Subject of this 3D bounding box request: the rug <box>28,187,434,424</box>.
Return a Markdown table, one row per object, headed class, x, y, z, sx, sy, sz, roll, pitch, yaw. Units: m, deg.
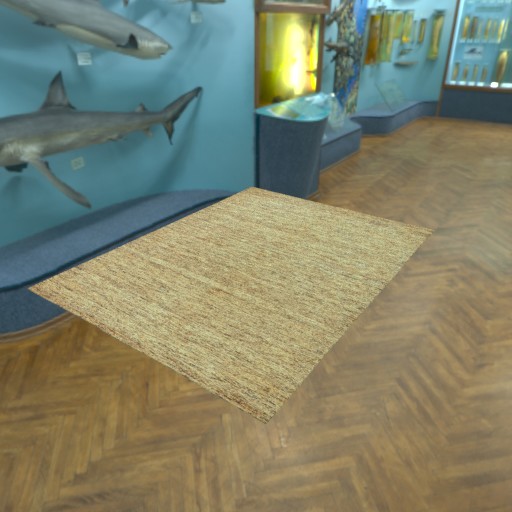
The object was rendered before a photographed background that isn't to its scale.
| class | x | y | z | sx | sy | sz | roll | pitch | yaw |
| --- | --- | --- | --- | --- | --- | --- | --- | --- | --- |
| rug | 0.000 | 0.000 | 4.253 | 2.438 | 0.012 | 3.200 | 19 | 33 | 31 |
